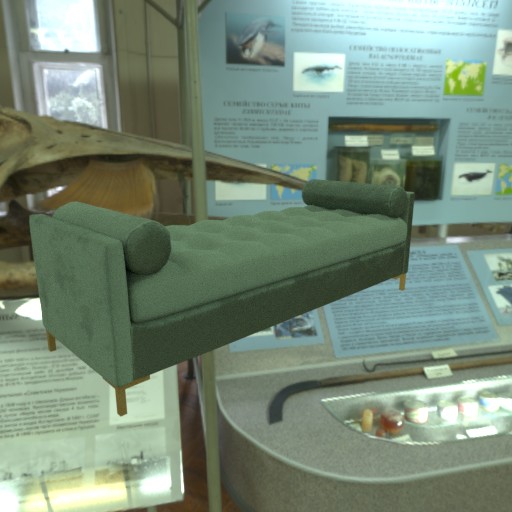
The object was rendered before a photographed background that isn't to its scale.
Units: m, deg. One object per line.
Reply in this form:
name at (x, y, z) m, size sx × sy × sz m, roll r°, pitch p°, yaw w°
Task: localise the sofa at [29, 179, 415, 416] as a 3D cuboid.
sofa at (0.000, 0.000, 2.469) m, size 2.102 × 0.705 × 0.796 m, roll -14°, pitch 20°, yaw -42°
